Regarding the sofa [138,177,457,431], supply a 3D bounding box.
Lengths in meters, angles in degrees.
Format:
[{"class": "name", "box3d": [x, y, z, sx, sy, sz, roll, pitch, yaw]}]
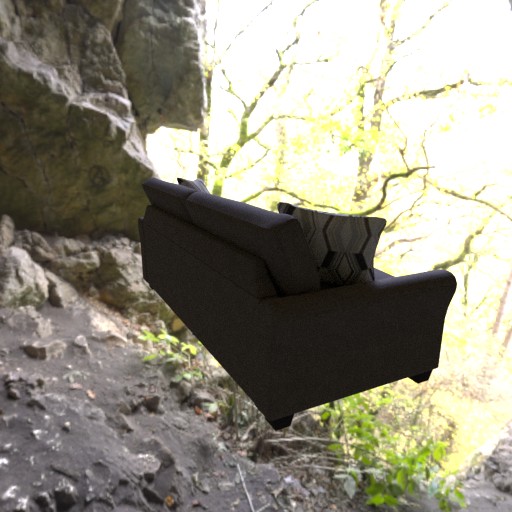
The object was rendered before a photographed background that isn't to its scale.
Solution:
[{"class": "sofa", "box3d": [0.000, 0.000, 2.542, 0.889, 0.813, 2.032, -7, 16, -26]}]
